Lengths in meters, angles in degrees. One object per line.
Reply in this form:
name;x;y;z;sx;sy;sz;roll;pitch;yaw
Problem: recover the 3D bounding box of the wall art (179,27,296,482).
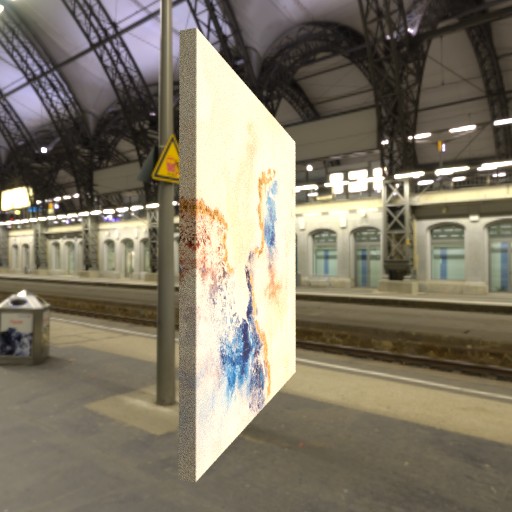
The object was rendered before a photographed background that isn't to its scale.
wall art;0.000;0.000;1.293;0.038;0.889;0.889;0;-1;18
